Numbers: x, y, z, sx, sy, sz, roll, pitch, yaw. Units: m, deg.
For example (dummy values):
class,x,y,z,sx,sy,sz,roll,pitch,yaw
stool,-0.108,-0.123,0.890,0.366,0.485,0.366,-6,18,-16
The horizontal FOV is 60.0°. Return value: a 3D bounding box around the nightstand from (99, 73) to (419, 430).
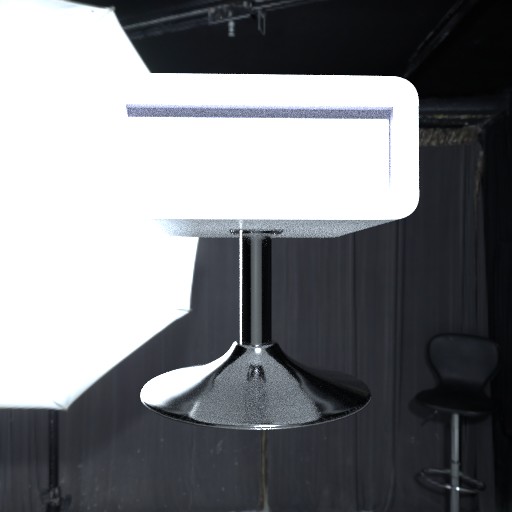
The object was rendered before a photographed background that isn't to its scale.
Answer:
class,x,y,z,sx,sy,sz,roll,pitch,yaw
nightstand,0.000,0.000,0.752,0.399,0.447,0.404,0,-1,-2
